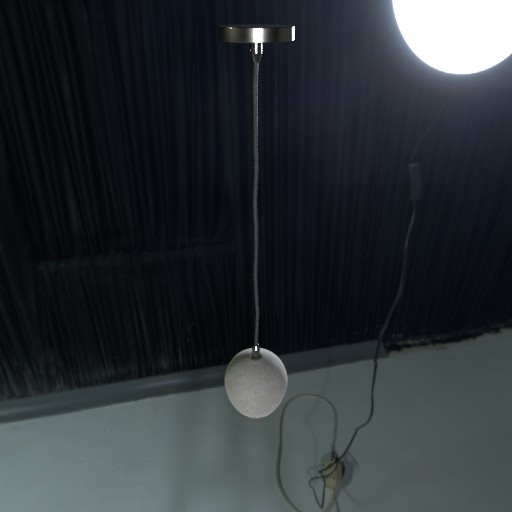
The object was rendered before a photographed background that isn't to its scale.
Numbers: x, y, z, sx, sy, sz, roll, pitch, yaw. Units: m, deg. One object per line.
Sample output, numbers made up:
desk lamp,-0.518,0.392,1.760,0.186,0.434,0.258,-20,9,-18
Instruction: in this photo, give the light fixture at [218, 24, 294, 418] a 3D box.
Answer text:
light fixture,0.000,0.000,0.829,0.139,0.764,0.139,-9,31,-15
